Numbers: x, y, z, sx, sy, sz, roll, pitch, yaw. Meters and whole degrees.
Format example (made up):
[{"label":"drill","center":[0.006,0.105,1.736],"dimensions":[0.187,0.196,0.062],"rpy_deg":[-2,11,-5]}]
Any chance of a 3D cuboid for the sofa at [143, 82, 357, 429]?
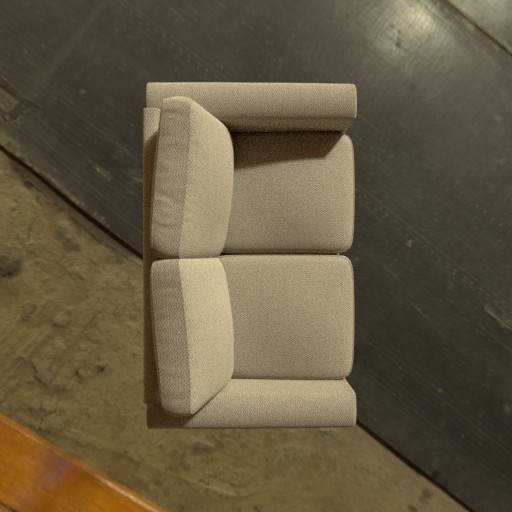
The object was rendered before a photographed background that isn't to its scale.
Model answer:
[{"label":"sofa","center":[0.000,0.000,2.181],"dimensions":[1.016,0.873,1.616],"rpy_deg":[0,90,-1]}]
